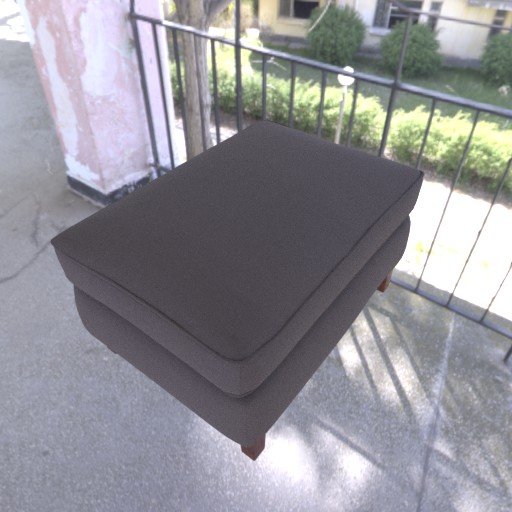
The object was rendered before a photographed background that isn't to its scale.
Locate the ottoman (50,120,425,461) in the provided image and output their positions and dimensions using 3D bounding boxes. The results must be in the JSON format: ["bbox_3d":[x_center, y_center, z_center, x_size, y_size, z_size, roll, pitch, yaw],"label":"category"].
[{"bbox_3d":[0.000,0.000,1.003,0.508,0.406,0.686,27,48,27],"label":"ottoman"}]
